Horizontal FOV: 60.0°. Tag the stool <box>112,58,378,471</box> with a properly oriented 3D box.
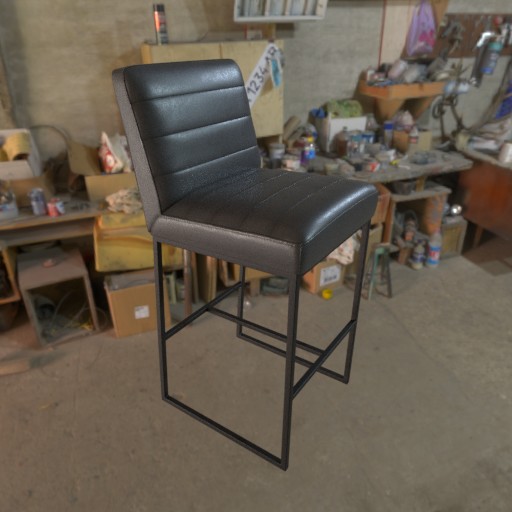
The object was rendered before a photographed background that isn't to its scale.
[{"bbox_3d":[0.000,0.000,1.305,0.552,1.040,0.457,17,31,30],"label":"stool"}]
